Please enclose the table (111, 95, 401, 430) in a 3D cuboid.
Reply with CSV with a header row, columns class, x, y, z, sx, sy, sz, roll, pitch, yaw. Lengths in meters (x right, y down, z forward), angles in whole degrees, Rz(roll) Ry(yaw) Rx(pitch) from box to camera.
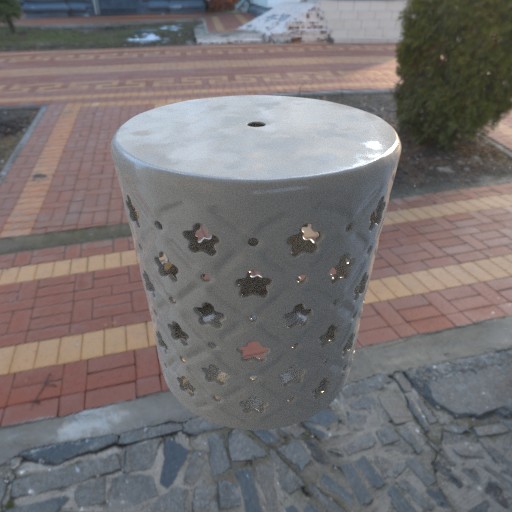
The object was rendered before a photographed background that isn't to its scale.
class,x,y,z,sx,sy,sz,roll,pitch,yaw
table,0.000,0.000,0.652,0.352,0.387,0.352,0,32,0
